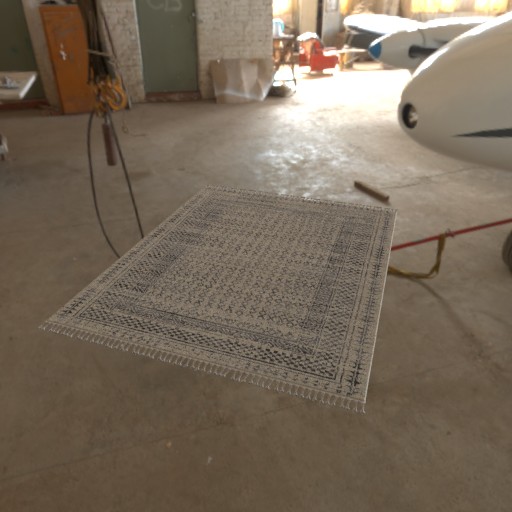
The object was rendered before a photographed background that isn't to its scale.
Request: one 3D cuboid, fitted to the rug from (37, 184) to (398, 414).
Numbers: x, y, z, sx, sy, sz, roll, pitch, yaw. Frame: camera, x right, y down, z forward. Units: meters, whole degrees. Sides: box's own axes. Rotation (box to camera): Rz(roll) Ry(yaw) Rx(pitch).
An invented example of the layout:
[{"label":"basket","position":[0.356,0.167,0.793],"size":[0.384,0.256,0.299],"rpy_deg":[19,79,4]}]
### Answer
[{"label":"rug","position":[0.000,0.000,4.013],"size":[2.312,0.013,2.940],"rpy_deg":[10,32,16]}]
